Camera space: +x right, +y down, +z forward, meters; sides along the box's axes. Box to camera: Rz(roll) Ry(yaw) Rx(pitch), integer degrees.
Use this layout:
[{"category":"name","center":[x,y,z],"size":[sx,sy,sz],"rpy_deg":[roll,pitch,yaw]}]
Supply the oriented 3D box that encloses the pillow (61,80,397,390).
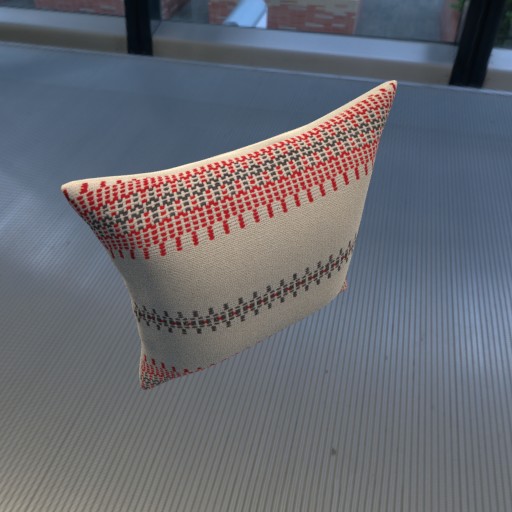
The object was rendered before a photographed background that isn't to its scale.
[{"category":"pillow","center":[0.000,0.000,0.700],"size":[0.463,0.454,0.160],"rpy_deg":[-23,51,-20]}]
